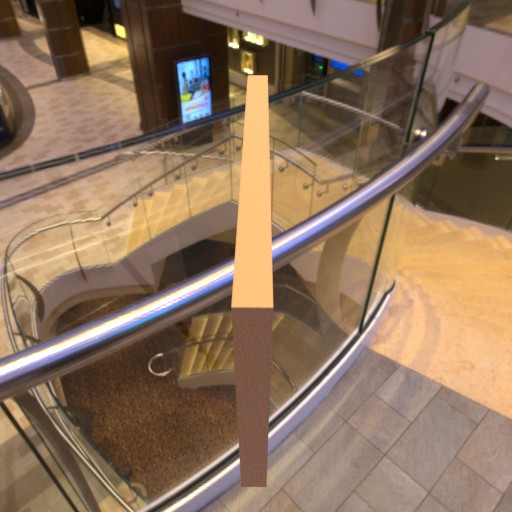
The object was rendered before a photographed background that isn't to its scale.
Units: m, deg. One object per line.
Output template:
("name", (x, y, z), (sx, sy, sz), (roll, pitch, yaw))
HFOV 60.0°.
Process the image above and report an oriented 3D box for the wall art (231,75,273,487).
("wall art", (0.000, 0.000, 0.775), (0.039, 0.407, 0.609), (0, 41, 0))
